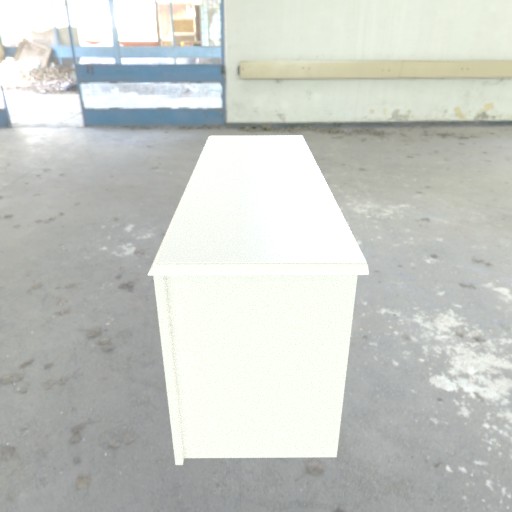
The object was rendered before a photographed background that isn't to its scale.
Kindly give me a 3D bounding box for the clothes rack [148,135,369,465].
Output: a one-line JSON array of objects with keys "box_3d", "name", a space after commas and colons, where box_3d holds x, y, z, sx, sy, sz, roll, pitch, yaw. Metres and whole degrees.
[{"box_3d": [0.000, 0.000, 1.474, 0.405, 0.558, 1.218, 0, 26, 0], "name": "clothes rack"}]
